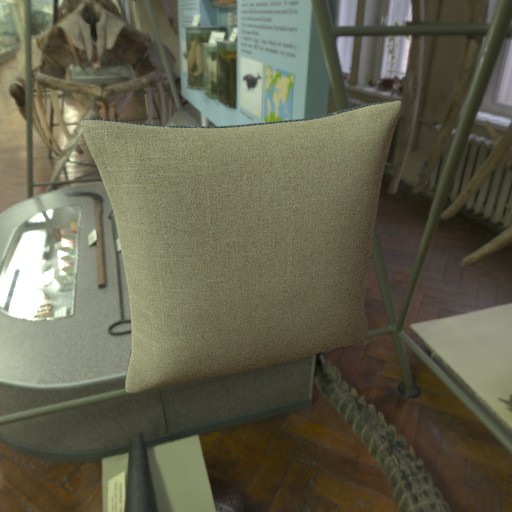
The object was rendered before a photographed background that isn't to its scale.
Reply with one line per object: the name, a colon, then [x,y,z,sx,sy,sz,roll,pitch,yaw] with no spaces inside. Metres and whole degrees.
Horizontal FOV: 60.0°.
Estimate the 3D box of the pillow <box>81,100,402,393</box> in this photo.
pillow: [0.000,0.000,0.668,0.435,0.428,0.148,-9,29,-16]
